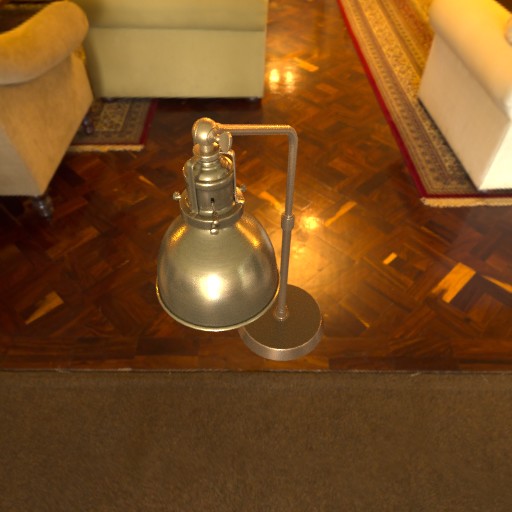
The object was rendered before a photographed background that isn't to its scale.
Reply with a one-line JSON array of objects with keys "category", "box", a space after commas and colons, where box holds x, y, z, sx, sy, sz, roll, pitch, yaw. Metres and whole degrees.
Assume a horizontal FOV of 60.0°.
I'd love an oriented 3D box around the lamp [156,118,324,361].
[{"category": "lamp", "box": [0.000, 0.000, 0.581, 0.153, 0.456, 0.286, 33, 55, 26]}]
